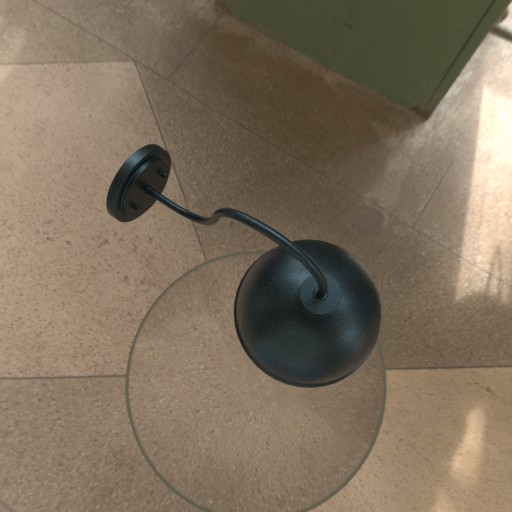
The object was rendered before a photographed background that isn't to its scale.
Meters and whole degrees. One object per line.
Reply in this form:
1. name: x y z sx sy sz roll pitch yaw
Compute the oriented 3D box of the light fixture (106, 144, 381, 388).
1. light fixture: 0.000 0.000 0.645 0.467 0.295 0.253 34 77 9
